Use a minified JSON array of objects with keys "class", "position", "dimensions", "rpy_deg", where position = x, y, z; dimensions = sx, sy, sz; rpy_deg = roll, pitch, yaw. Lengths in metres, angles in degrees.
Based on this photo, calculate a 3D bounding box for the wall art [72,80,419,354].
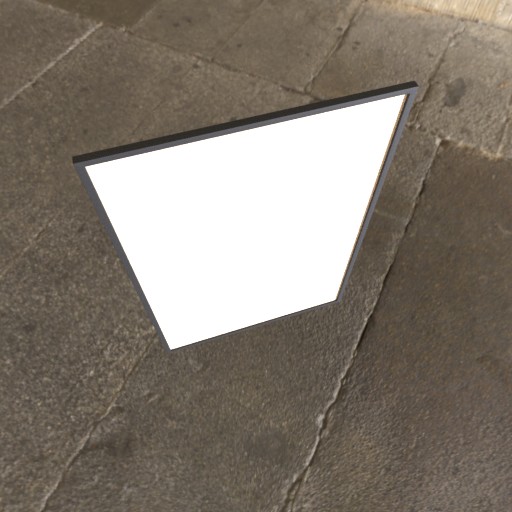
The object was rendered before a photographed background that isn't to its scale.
[{"class":"wall art","position":[0.000,0.000,0.841],"dimensions":[0.457,0.657,0.013],"rpy_deg":[-15,59,-9]}]
